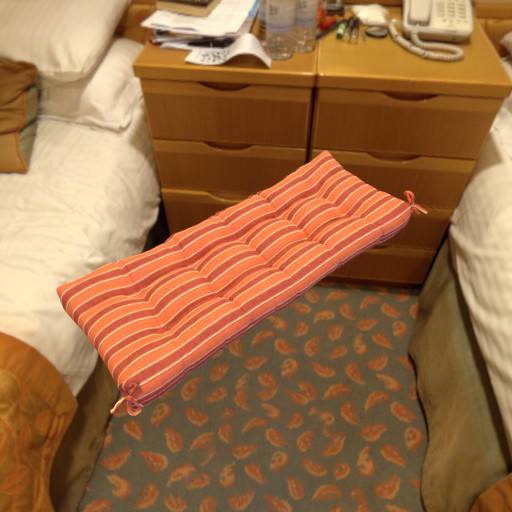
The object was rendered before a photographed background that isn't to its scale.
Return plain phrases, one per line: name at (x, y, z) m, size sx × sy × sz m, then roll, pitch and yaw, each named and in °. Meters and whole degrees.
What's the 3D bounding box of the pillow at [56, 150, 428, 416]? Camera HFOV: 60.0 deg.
pillow at (0.000, 0.000, 1.416) m, size 1.194 × 0.174 × 0.511 m, roll -31°, pitch 54°, yaw -26°
